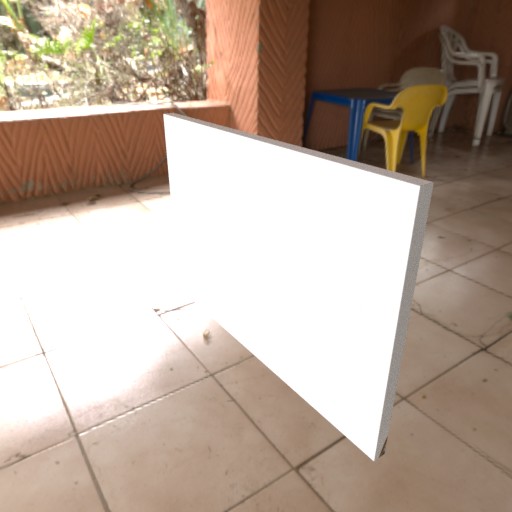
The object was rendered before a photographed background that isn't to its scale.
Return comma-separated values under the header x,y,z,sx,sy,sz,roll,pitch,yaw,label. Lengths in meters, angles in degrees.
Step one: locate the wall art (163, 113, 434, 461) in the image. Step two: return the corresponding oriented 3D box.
x,y,z,sx,sy,sz,roll,pitch,yaw,label
0.000,0.000,1.139,0.038,0.601,0.898,-18,31,-32,wall art
